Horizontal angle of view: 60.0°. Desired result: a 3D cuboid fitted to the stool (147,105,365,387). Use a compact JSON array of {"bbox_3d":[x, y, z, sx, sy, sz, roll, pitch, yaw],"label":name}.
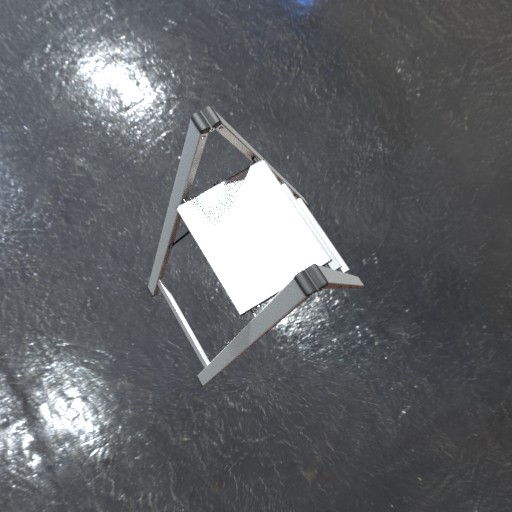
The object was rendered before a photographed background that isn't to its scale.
[{"bbox_3d":[0.000,0.000,1.286,0.730,0.902,0.441,-30,77,-8],"label":"stool"}]
